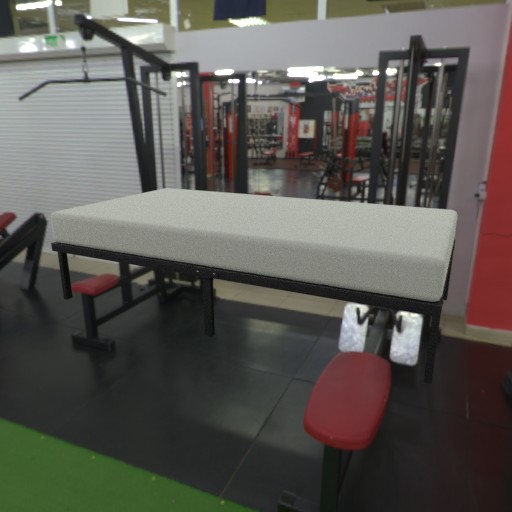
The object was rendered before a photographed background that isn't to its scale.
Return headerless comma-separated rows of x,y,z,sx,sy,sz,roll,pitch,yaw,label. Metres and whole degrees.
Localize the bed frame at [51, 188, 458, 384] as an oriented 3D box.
0.000,0.000,3.282,2.635,0.680,1.393,8,19,25,bed frame
